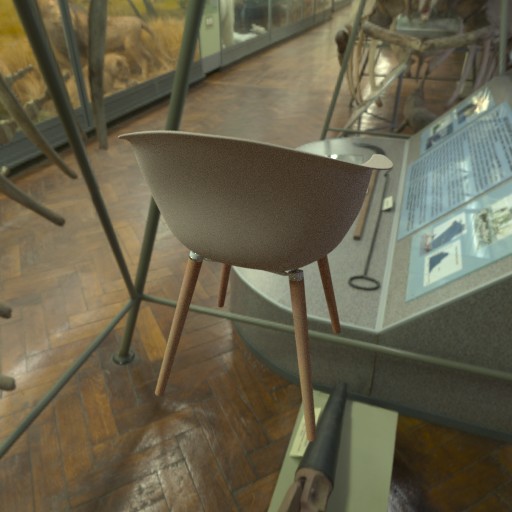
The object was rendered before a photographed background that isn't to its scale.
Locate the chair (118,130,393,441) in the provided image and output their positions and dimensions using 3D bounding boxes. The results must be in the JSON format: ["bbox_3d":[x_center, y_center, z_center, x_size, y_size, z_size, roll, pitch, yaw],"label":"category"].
[{"bbox_3d":[0.000,0.000,1.139,0.593,0.781,0.504,11,34,16],"label":"chair"}]
